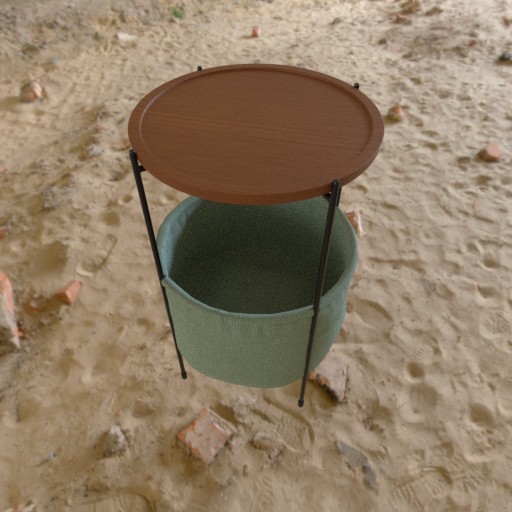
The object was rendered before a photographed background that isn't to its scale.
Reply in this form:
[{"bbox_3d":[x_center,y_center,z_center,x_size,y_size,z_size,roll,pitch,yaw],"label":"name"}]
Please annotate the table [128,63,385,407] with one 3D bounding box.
[{"bbox_3d":[0.000,0.000,0.899,0.400,0.623,0.400,10,47,10],"label":"table"}]
